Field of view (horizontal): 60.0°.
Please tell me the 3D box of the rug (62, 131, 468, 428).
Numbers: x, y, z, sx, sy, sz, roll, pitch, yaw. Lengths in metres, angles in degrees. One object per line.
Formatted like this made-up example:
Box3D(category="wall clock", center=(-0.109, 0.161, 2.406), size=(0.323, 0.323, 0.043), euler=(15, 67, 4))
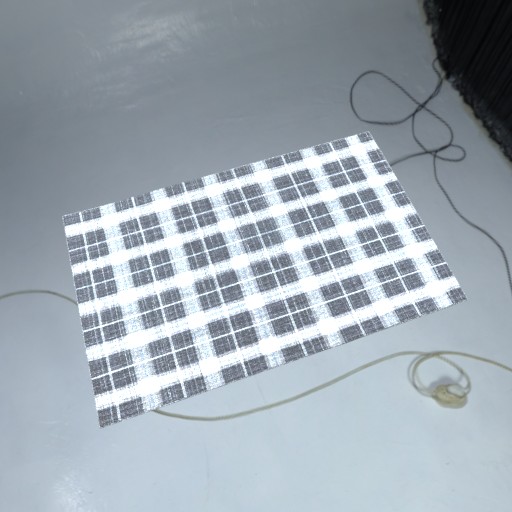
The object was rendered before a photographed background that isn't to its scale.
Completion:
Box3D(category="rug", center=(0.000, 0.000, 3.048), size=(2.434, 0.015, 1.520), euler=(-17, 65, -8))
